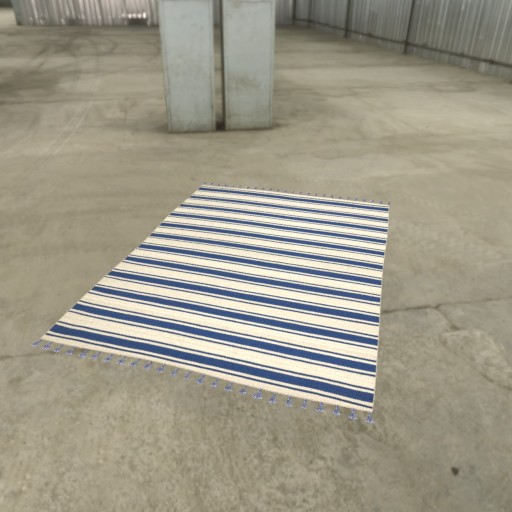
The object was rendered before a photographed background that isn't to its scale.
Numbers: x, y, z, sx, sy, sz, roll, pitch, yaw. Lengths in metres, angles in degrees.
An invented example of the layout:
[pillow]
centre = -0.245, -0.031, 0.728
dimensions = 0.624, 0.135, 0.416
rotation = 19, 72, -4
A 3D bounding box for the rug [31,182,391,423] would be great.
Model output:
[rug]
centre = 0.000, 0.000, 4.357
dimensions = 2.471, 0.016, 3.416
rotation = 9, 32, 14
